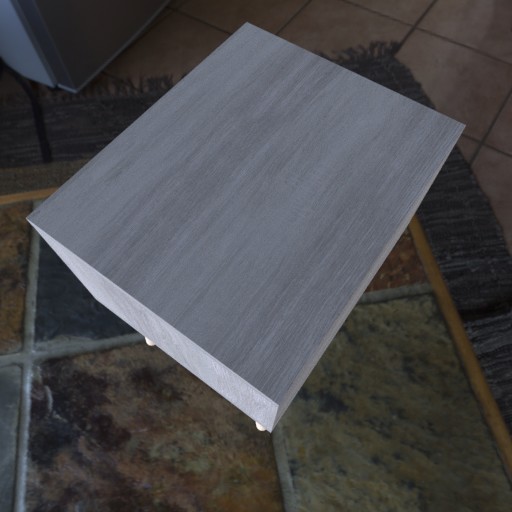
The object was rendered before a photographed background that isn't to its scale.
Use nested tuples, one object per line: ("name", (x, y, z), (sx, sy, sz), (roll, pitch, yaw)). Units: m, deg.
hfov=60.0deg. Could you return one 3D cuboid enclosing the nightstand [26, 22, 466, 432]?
("nightstand", (0.000, 0.000, 0.792), (0.380, 0.500, 0.450), (33, 67, 16))
